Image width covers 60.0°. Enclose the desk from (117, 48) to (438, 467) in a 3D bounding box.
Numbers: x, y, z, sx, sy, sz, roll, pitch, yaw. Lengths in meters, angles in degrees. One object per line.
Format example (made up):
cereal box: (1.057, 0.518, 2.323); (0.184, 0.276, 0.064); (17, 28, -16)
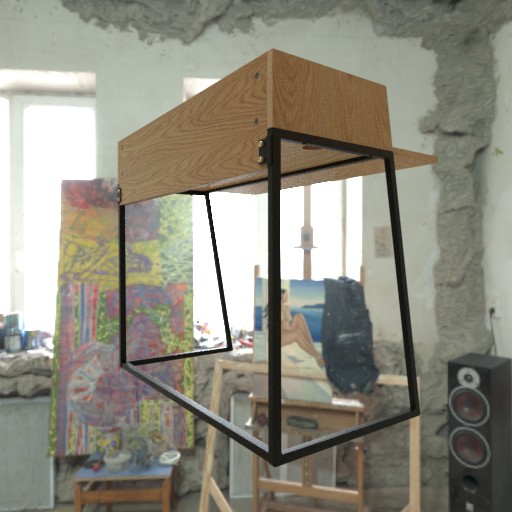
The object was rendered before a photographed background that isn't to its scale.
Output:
desk: (0.000, 0.000, 1.818); (0.769, 1.061, 1.191); (-1, 1, -35)
